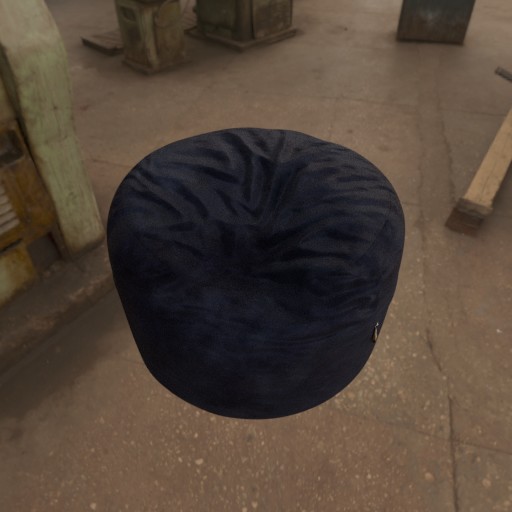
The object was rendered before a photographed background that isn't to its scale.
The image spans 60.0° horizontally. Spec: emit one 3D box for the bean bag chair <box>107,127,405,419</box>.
[{"bbox_3d":[0.000,0.000,1.495,0.918,0.616,0.918,0,42,0],"label":"bean bag chair"}]
